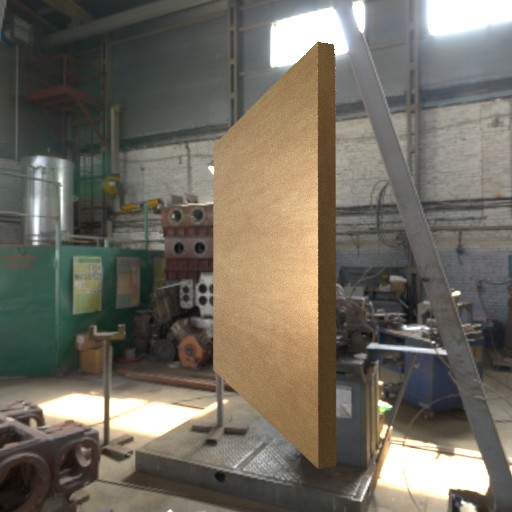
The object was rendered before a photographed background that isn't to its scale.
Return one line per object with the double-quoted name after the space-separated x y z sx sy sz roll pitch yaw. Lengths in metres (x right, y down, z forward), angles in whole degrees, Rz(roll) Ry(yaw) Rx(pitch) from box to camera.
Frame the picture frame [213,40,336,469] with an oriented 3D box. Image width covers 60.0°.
0.000 0.000 1.149 0.037 0.761 0.758 0 -1 -20 "picture frame"
